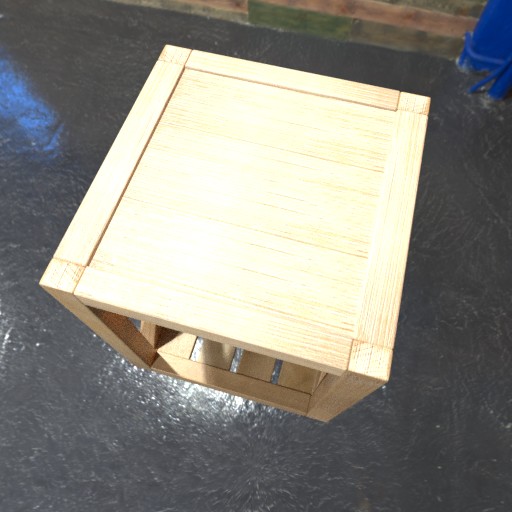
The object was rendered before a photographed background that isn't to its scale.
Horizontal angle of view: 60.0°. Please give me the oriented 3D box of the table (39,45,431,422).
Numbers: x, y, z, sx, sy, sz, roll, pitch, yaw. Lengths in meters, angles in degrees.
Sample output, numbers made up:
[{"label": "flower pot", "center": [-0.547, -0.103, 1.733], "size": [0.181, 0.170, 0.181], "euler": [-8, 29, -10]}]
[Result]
[{"label": "table", "center": [0.000, 0.000, 1.045], "size": [0.558, 0.610, 0.559], "euler": [14, 65, 7]}]
